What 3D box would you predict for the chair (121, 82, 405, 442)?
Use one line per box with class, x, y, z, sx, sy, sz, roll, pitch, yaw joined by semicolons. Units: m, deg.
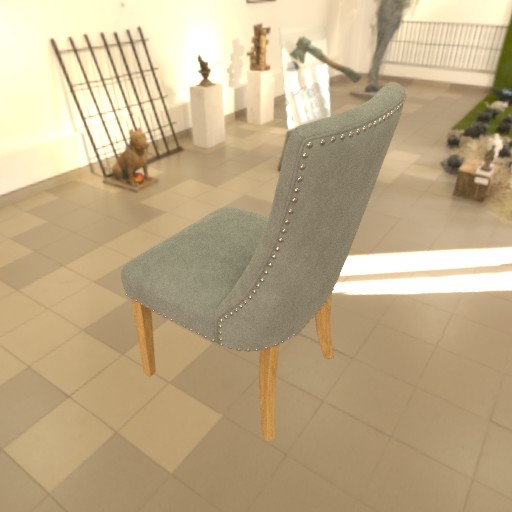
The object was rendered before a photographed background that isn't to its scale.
chair;0.000;0.000;1.231;0.610;0.902;0.495;20;37;29
